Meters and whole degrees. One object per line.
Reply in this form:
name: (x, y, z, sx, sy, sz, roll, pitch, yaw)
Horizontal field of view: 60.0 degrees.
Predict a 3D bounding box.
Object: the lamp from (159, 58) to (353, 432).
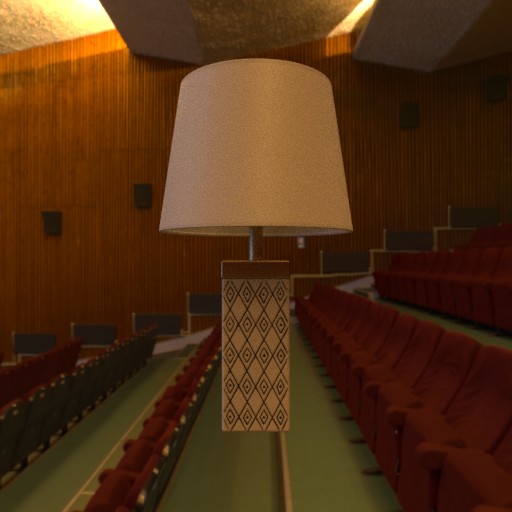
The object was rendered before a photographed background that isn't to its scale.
lamp: (0.000, 0.000, 0.587, 0.251, 0.435, 0.251, 0, 0, 0)
